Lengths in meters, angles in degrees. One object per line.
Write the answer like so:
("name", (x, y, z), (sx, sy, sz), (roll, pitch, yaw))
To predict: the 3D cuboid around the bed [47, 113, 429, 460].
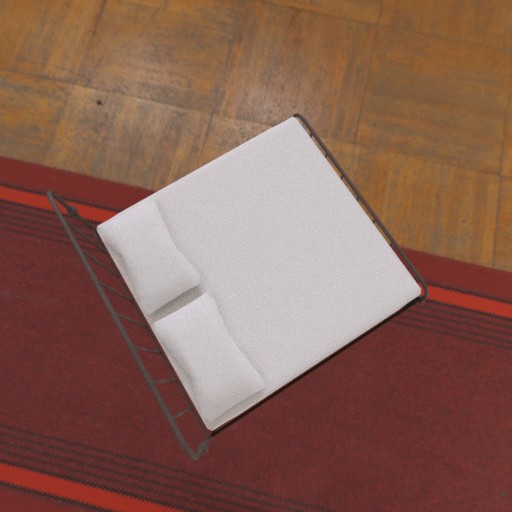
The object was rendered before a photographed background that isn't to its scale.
("bed", (0.000, 0.000, 3.515), (2.134, 1.446, 2.044), (-31, 77, -8))
